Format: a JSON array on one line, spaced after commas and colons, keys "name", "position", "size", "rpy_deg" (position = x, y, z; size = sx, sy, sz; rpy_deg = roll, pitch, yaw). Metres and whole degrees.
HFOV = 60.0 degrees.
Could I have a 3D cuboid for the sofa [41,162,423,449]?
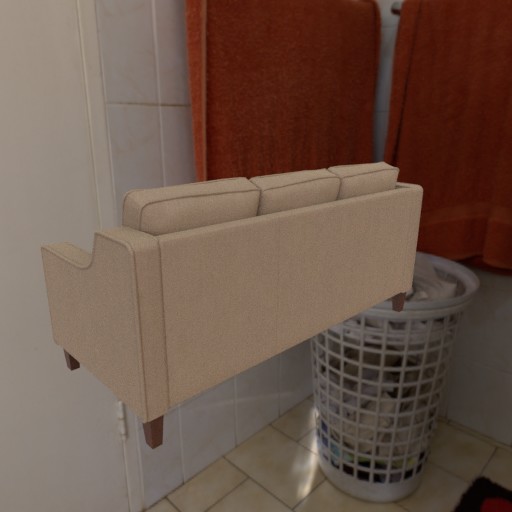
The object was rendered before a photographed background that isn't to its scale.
[{"name": "sofa", "position": [0.000, 0.000, 2.482], "size": [1.986, 0.974, 0.911], "rpy_deg": [-15, 23, -41]}]
